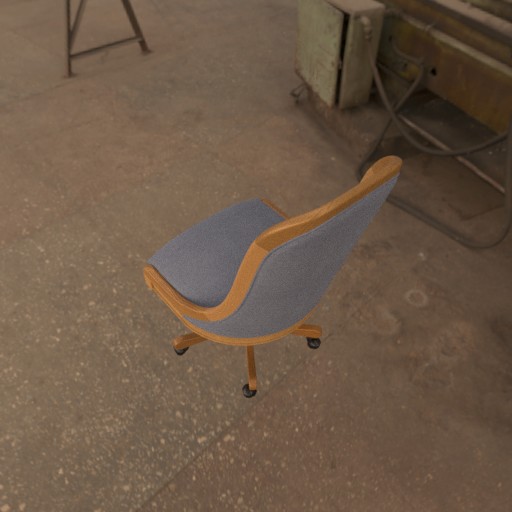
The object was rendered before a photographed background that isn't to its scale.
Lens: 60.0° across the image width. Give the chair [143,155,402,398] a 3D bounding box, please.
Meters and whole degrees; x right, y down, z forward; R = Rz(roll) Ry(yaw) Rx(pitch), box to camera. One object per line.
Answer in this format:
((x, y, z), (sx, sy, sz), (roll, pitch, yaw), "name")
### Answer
((0.000, 0.000, 1.501), (0.605, 1.031, 0.735), (-33, 55, -27), "chair")
